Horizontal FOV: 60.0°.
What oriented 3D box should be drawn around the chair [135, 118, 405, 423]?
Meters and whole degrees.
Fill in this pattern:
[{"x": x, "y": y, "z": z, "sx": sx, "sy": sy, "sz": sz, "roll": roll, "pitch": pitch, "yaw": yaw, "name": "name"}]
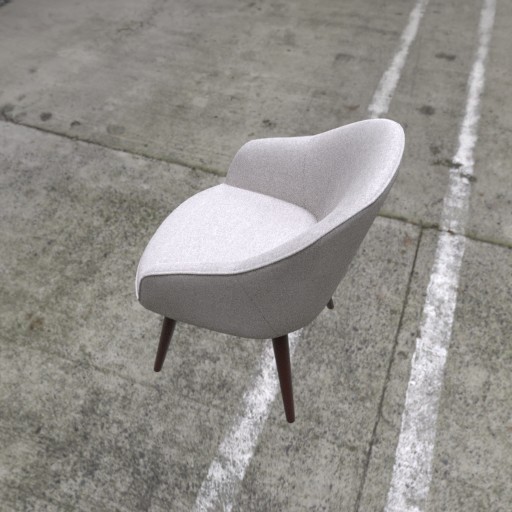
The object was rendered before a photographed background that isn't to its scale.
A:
[{"x": 0.000, "y": 0.000, "z": 1.260, "sx": 0.635, "sy": 0.823, "sz": 0.596, "roll": 16, "pitch": 48, "yaw": 15, "name": "chair"}]
